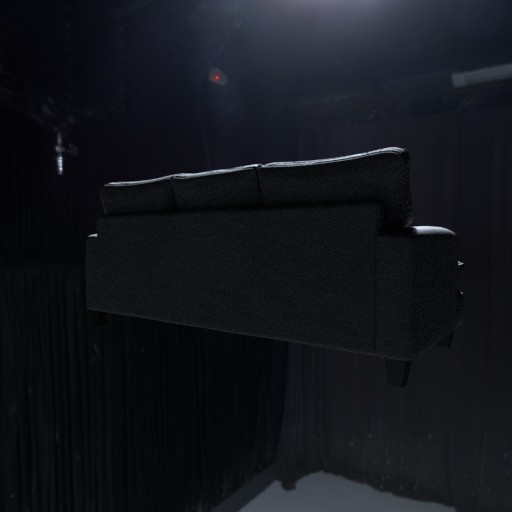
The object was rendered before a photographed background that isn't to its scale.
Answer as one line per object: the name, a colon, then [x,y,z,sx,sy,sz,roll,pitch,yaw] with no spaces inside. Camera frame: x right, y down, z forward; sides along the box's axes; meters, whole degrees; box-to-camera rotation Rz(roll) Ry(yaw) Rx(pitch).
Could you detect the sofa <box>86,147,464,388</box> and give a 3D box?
sofa: [0.000,0.000,2.665,2.158,0.965,0.951,2,3,36]
